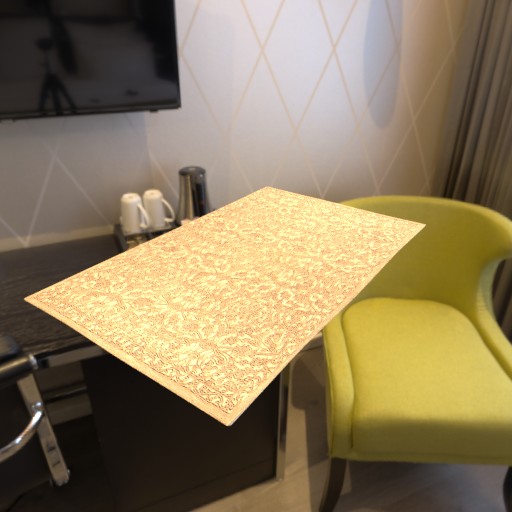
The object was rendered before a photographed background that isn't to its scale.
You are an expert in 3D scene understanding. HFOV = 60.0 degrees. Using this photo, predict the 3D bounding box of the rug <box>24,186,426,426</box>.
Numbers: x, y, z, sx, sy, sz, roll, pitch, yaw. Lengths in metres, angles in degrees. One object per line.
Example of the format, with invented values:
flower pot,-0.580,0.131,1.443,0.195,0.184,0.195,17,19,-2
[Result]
rug,0.000,0.000,3.007,1.529,0.012,2.435,19,33,32
